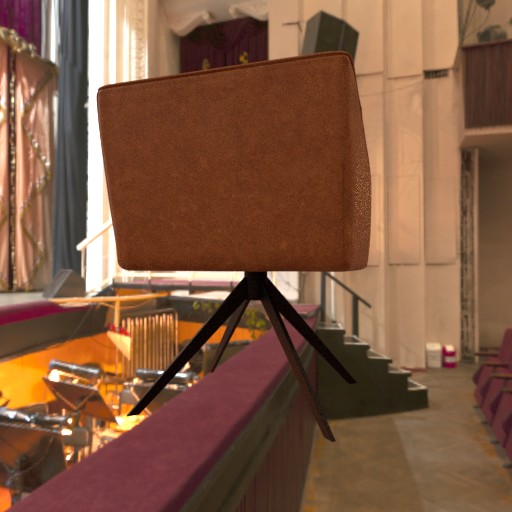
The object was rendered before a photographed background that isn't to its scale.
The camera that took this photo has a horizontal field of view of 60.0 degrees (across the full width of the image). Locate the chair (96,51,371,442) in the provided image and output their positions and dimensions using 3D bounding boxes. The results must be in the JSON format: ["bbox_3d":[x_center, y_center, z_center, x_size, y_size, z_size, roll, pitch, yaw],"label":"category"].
[{"bbox_3d":[0.000,0.000,1.202,0.588,0.760,0.625,0,-1,18],"label":"chair"}]
